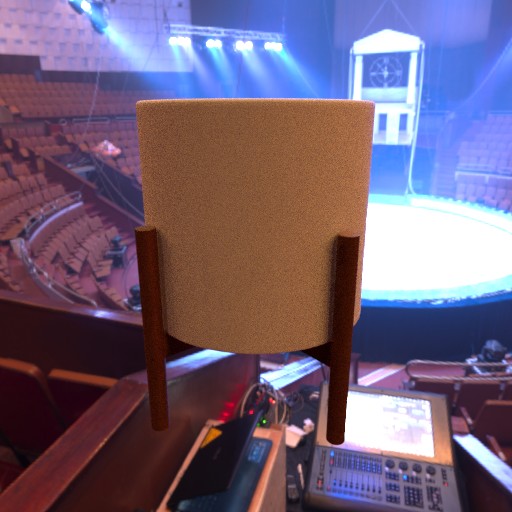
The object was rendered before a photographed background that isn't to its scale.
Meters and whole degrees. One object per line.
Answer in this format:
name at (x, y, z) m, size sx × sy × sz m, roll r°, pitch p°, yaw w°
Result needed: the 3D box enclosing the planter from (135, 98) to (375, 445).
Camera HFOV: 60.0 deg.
planter at (0.000, 0.000, 0.886) m, size 0.421 × 0.581 × 0.420 m, roll 3°, pitch 18°, yaw 8°
